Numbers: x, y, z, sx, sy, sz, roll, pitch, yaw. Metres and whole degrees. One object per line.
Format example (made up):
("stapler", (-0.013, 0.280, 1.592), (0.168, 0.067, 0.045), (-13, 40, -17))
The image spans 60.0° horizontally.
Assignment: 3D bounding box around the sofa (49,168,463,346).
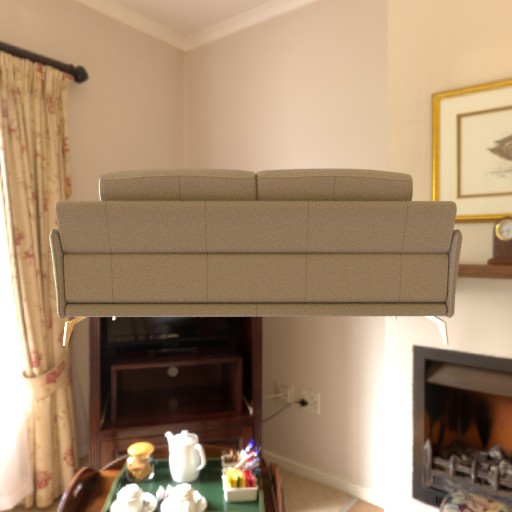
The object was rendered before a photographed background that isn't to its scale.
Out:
("sofa", (0.000, 0.000, 2.720), (2.101, 0.930, 1.049), (0, 1, -1))
